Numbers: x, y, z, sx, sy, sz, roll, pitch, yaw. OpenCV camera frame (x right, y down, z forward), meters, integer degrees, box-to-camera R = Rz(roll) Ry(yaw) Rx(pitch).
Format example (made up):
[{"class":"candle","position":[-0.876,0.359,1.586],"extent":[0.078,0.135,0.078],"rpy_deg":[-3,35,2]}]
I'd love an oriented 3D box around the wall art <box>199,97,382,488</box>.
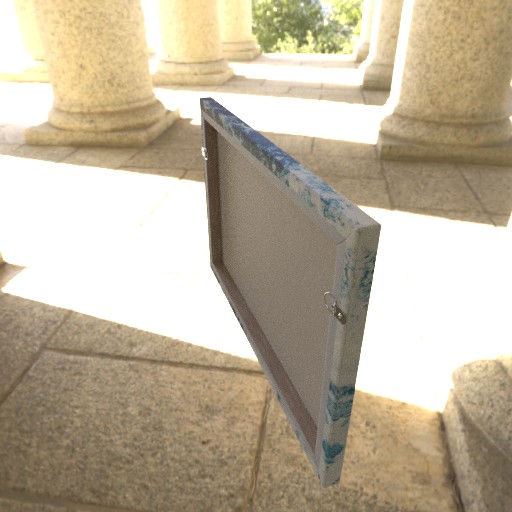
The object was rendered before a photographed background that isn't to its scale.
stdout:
[{"class":"wall art","position":[0.000,0.000,1.134],"extent":[0.042,0.610,0.915],"rpy_deg":[-11,33,-17]}]
